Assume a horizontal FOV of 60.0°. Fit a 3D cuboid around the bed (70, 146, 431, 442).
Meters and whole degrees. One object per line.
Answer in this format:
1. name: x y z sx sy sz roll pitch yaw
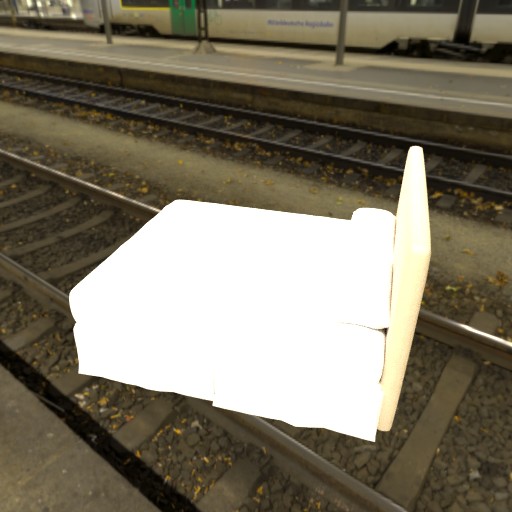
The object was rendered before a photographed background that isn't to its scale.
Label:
1. bed: 0.000 0.000 3.213 2.142 1.330 1.723 9 31 14
